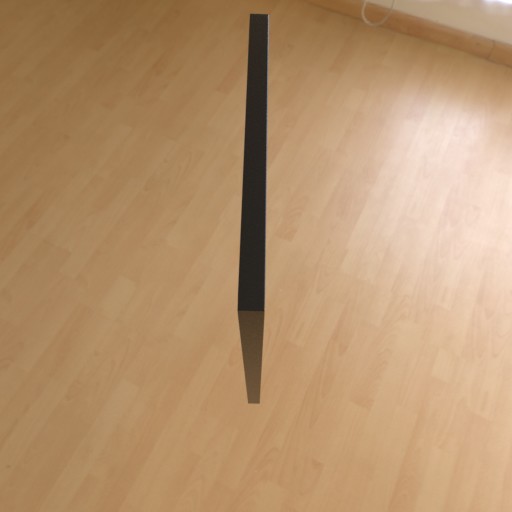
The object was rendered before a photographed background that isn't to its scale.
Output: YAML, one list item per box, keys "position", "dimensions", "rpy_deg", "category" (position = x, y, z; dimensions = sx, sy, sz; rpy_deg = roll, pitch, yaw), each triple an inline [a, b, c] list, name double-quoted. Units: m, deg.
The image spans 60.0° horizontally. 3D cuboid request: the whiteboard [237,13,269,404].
- position: [0.000, 0.000, 0.763]
  dimensions: [0.026, 0.611, 0.406]
  rpy_deg: [1, 64, 1]
  category: "whiteboard"
